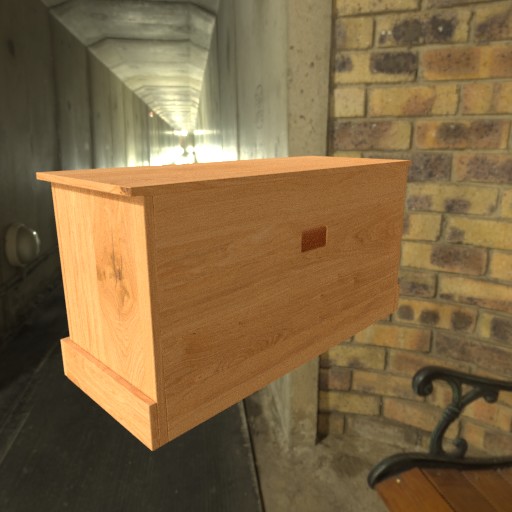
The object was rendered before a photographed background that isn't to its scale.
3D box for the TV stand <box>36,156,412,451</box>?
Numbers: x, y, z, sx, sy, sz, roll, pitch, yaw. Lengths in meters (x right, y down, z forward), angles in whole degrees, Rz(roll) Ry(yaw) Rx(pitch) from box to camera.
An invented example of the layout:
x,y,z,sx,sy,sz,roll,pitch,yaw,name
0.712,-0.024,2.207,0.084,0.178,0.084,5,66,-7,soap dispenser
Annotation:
x,y,z,sx,sy,sz,roll,pitch,yaw,name
0.000,0.000,1.369,0.440,0.550,1.080,15,21,42,TV stand
